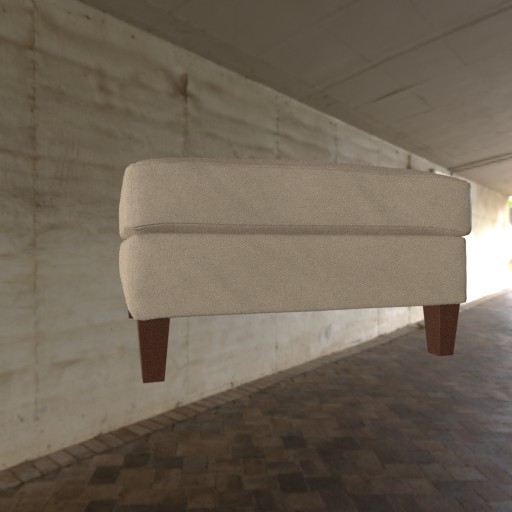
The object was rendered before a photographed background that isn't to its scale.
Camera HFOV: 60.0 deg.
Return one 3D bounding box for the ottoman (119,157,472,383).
[{"bbox_3d":[0.000,0.000,1.431,0.836,0.492,1.002,0,1,-18],"label":"ottoman"}]
